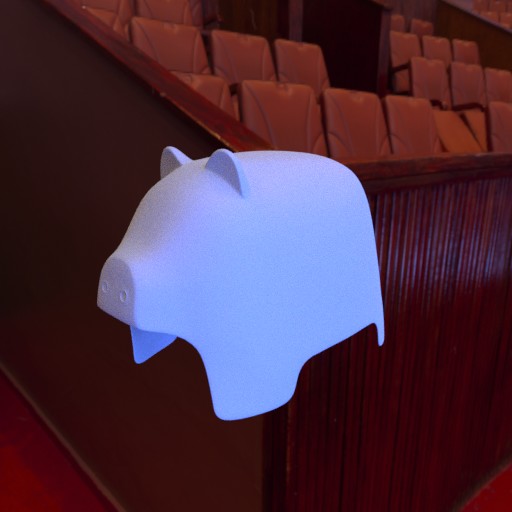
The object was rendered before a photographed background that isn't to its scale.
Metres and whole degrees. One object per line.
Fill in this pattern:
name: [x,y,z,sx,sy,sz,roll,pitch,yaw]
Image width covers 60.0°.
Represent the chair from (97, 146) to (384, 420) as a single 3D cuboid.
chair: [0.000,0.000,0.874,0.364,0.423,0.619,15,22,42]
